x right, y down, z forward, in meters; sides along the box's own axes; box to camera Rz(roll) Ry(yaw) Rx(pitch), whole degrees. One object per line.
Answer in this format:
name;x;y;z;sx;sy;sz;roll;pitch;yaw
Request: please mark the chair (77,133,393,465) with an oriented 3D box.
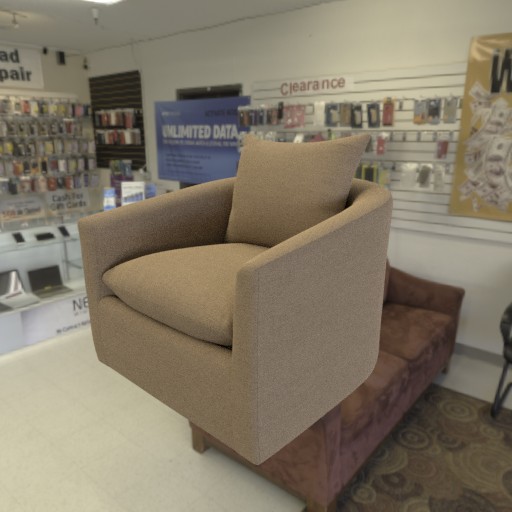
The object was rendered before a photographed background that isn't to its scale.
chair;0.000;0.000;1.591;0.845;0.848;0.910;14;21;41
